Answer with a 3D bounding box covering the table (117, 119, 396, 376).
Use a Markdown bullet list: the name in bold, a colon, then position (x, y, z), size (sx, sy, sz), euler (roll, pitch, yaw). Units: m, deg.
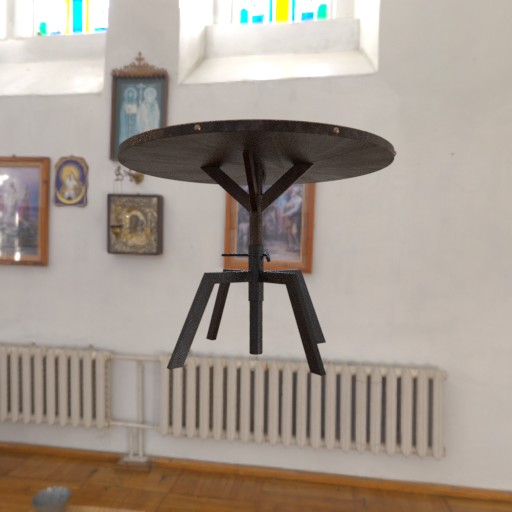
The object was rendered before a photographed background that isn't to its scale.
- **table**: position (0.000, 0.000, 1.488), size (0.885, 0.658, 0.885), euler (0, 1, 0)
